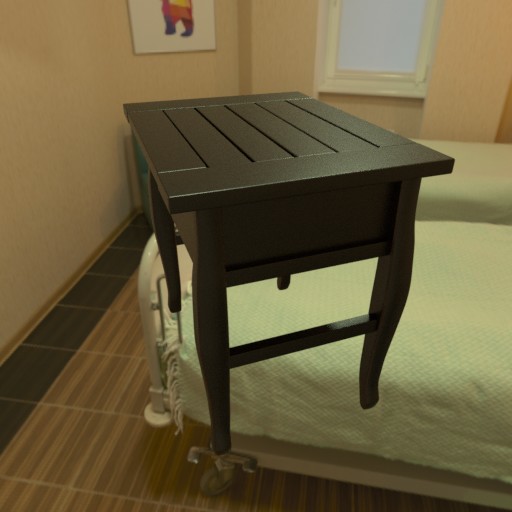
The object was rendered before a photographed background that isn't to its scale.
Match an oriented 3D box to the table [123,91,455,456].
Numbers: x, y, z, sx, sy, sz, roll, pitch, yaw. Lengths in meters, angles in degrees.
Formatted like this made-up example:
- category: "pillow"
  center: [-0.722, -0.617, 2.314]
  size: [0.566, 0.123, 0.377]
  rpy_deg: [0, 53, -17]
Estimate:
- category: "table"
  center: [0.000, 0.000, 1.035]
  size: [0.460, 0.604, 0.602]
  rpy_deg: [-10, 32, -17]
